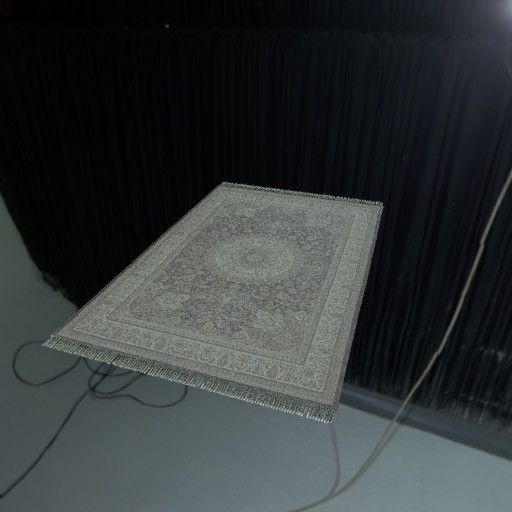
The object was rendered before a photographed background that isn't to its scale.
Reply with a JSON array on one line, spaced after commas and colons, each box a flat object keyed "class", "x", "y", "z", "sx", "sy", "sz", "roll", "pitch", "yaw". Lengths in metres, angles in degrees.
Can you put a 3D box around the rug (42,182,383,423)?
[{"class": "rug", "x": 0.000, "y": 0.000, "z": 3.072, "sx": 1.528, "sy": 0.010, "sz": 2.440, "roll": 10, "pitch": 32, "yaw": 16}]
